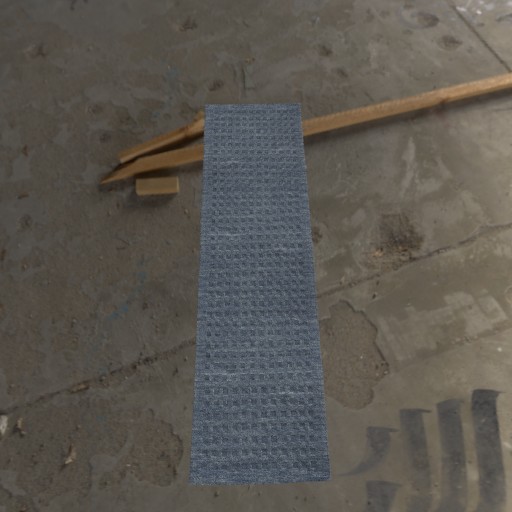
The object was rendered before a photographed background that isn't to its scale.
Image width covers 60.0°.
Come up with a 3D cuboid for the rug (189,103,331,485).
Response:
[{"bbox_3d":[0.000,0.000,2.669,0.688,0.008,2.443,-1,64,0],"label":"rug"}]
